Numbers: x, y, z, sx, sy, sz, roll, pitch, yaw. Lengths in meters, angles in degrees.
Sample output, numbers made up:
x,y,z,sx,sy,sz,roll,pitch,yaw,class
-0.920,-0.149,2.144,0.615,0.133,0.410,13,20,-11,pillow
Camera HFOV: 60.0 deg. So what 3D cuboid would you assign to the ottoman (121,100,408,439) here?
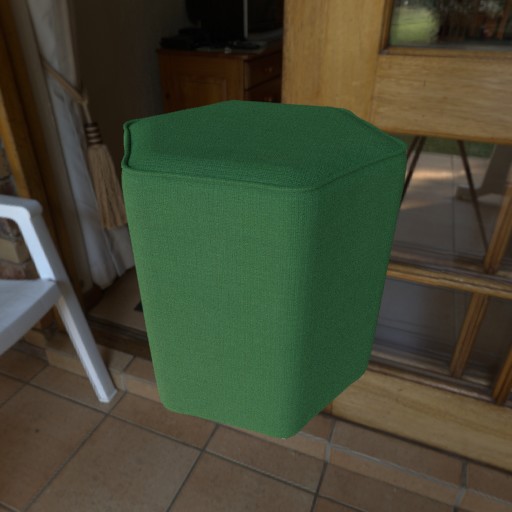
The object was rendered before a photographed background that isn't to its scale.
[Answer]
x,y,z,sx,sy,sz,roll,pitch,yaw,class
0.000,0.000,0.870,0.499,0.507,0.444,9,33,14,ottoman
